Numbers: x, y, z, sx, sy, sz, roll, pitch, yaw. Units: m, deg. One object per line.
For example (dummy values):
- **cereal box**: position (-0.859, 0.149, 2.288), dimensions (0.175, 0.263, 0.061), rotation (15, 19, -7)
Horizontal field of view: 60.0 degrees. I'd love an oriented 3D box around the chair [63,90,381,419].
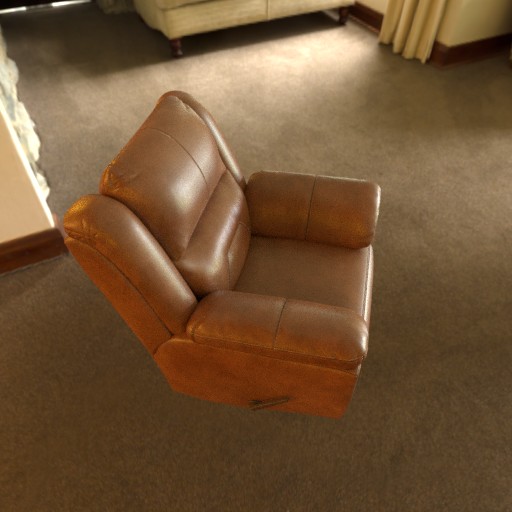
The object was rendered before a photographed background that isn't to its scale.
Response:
- **chair**: position (0.000, 0.000, 1.883), dimensions (1.041, 1.093, 0.990), rotation (10, 48, 9)
